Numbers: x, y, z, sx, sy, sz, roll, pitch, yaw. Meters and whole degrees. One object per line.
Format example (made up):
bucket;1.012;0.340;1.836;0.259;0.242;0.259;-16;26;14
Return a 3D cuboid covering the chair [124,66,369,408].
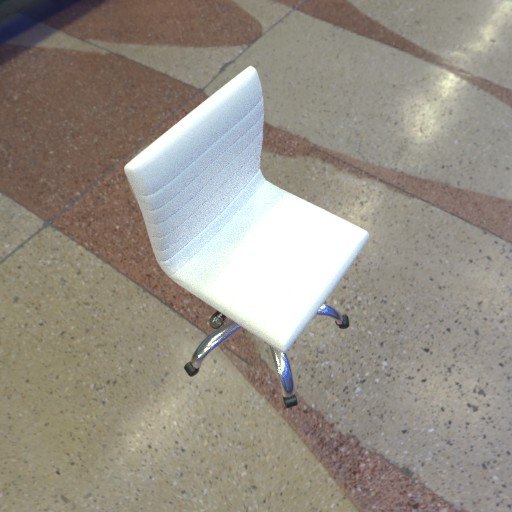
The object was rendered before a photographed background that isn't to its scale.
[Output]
chair;0.000;0.000;1.156;0.530;0.780;0.556;31;62;19
